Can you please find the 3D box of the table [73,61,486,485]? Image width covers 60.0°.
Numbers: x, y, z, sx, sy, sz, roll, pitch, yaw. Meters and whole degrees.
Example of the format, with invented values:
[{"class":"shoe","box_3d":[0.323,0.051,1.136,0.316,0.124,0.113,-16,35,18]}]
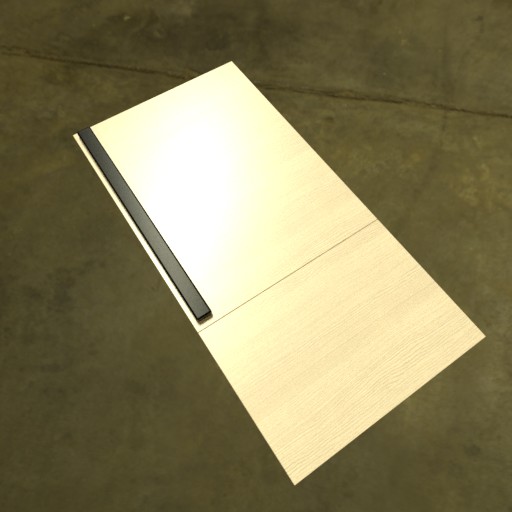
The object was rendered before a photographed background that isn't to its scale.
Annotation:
[{"class":"table","box_3d":[0.000,0.000,0.778,0.322,0.242,0.644,-31,68,-14]}]
